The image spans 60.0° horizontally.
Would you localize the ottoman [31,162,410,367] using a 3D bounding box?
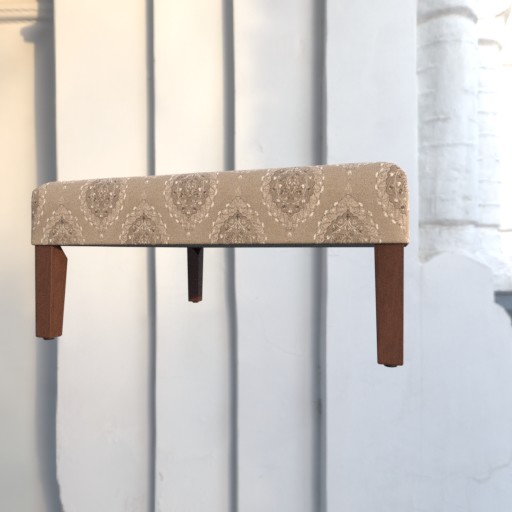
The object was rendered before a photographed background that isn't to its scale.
[{"bbox_3d":[0.000,0.000,1.374,0.889,0.411,0.890,0,1,18],"label":"ottoman"}]
